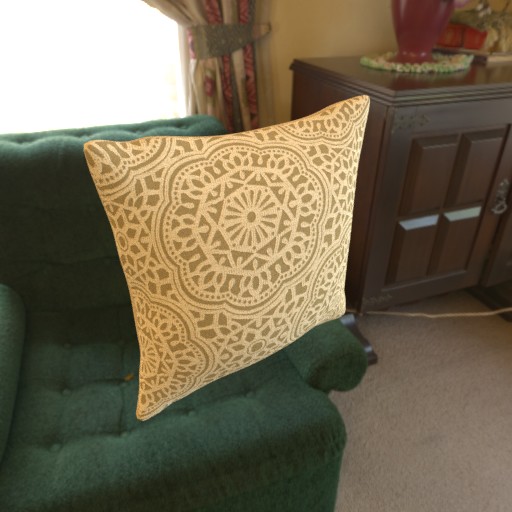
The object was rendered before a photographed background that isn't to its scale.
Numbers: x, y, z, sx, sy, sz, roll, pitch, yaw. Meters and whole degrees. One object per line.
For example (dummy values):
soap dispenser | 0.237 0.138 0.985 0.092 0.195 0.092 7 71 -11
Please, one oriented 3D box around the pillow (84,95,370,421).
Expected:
pillow | 0.000 0.000 0.663 0.438 0.421 0.167 -21 37 -31
